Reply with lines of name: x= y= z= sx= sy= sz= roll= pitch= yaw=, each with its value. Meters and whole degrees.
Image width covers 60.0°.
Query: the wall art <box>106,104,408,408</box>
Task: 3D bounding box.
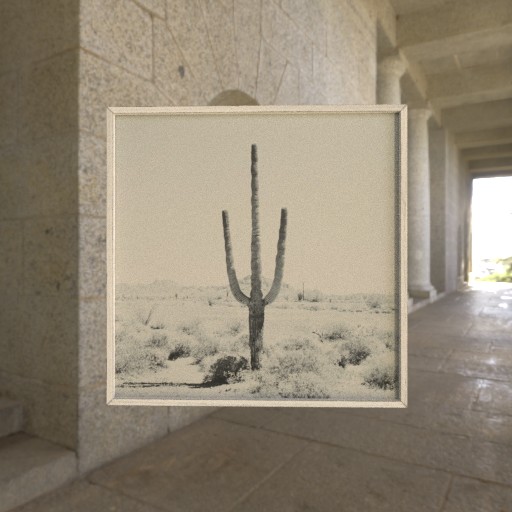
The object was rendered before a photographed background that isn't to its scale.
wall art: x=0.000 y=0.000 z=0.767 sx=0.508 sy=0.508 sz=0.038 roll=0 pitch=0 yaw=1
